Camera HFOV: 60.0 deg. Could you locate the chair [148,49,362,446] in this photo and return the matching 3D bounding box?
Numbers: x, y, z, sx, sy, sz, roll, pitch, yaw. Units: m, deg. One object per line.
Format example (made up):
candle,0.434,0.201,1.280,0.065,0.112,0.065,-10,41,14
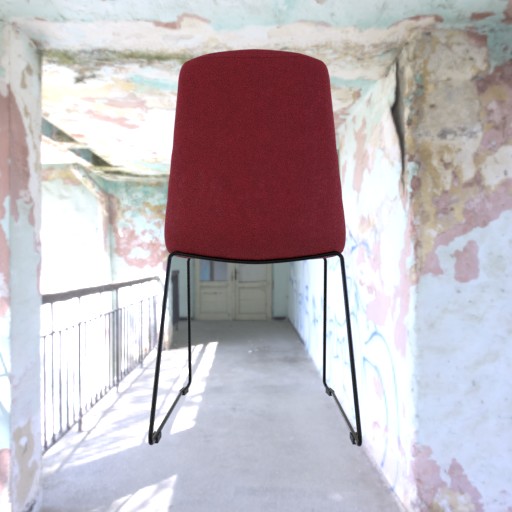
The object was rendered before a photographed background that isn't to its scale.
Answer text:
chair,0.000,0.000,1.167,0.479,0.858,0.518,0,0,1
